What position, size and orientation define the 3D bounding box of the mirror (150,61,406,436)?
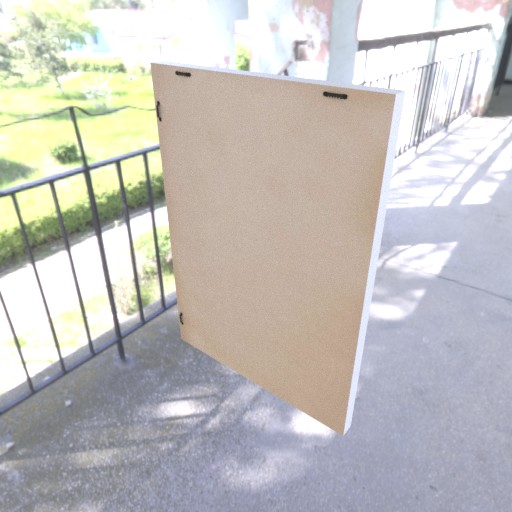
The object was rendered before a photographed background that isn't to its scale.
[{"bbox_3d":[0.000,0.000,0.926,0.507,0.710,0.039,22,37,32],"label":"mirror"}]
